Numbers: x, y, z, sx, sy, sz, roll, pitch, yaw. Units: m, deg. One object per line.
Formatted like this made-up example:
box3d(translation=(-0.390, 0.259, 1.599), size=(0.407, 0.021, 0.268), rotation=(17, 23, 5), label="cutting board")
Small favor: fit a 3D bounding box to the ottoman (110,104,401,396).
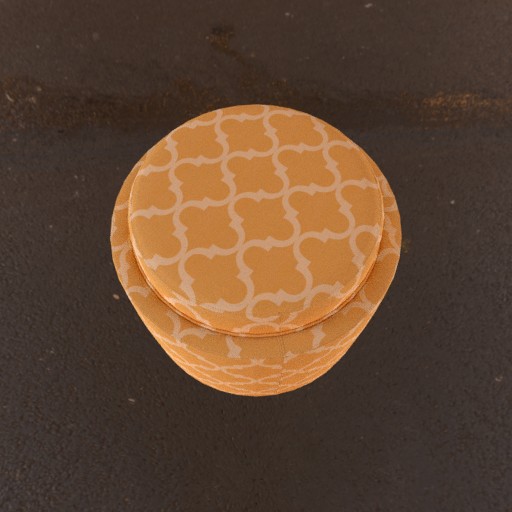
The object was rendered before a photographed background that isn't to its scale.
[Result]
box3d(translation=(0.000, 0.000, 0.851), size=(0.480, 0.429, 0.480), rotation=(0, 63, 0), label="ottoman")
